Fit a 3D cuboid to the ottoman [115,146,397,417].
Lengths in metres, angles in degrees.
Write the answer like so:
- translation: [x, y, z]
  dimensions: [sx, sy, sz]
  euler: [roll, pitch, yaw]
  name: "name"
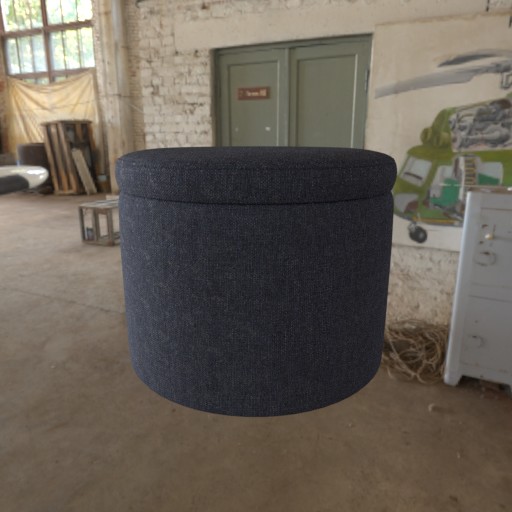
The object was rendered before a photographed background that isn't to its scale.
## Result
- translation: [0.000, 0.000, 0.895]
  dimensions: [0.520, 0.430, 0.520]
  euler: [0, 15, 0]
  name: "ottoman"
